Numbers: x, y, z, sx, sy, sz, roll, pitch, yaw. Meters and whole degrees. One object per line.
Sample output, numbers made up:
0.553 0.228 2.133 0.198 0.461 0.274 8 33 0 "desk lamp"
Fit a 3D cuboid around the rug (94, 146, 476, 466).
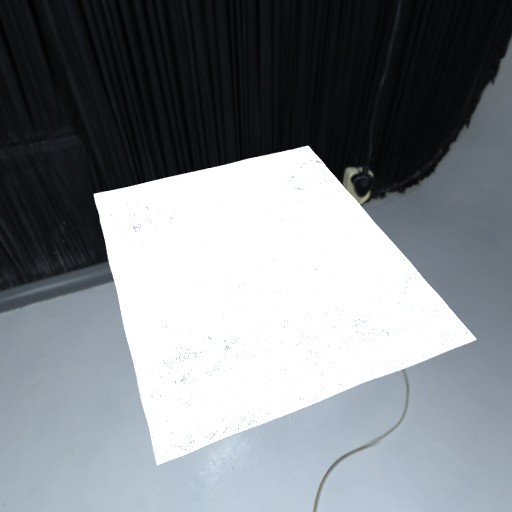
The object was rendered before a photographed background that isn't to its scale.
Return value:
0.000 0.000 0.881 0.548 0.006 0.639 -16 48 -15 "rug"
